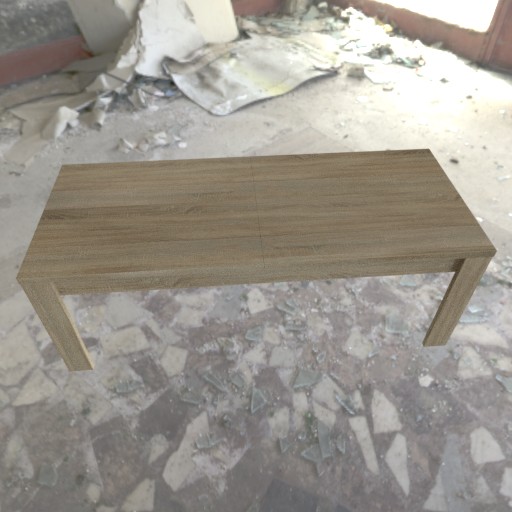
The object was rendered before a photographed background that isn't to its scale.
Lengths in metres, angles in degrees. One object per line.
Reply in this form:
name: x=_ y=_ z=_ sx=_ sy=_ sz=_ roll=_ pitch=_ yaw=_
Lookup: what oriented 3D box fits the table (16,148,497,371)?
table: x=0.000 y=0.000 z=2.615 sx=2.200 sy=0.790 sz=0.900 roll=-3 pitch=45 yaw=-3
